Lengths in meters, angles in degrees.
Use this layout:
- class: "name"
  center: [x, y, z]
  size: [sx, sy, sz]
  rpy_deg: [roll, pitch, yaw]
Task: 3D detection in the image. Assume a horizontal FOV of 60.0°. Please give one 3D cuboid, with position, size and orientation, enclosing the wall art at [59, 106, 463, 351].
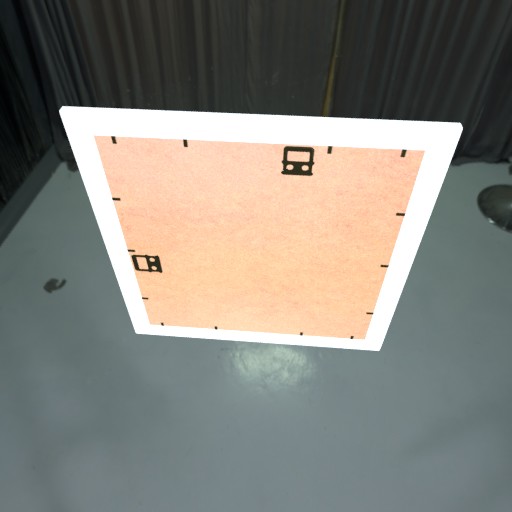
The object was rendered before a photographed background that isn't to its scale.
- class: "wall art"
  center: [0.000, 0.000, 0.852]
  size: [0.584, 0.584, 0.013]
  rpy_deg: [3, 46, 3]
